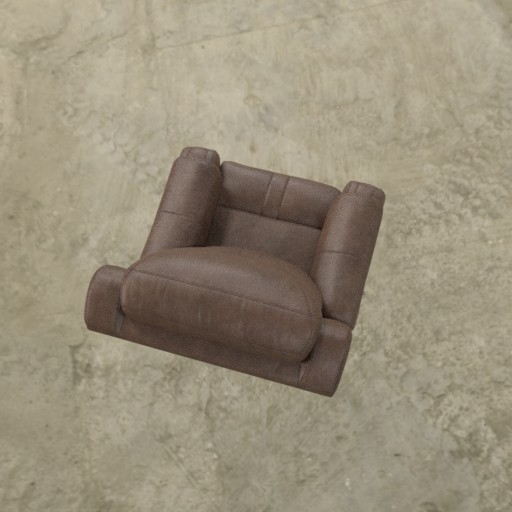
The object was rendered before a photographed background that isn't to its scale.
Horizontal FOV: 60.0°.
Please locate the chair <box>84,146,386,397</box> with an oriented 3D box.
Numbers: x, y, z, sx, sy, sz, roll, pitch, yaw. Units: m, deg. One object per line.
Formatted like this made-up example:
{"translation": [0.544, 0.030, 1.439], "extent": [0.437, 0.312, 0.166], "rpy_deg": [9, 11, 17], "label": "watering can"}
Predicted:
{"translation": [0.000, 0.000, 1.802], "extent": [0.940, 0.990, 1.067], "rpy_deg": [14, 64, 7], "label": "chair"}
